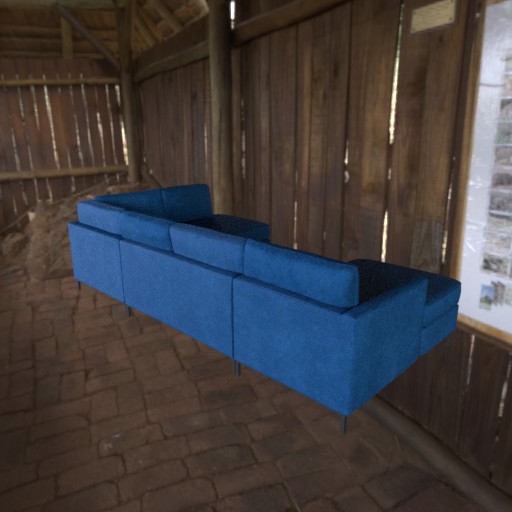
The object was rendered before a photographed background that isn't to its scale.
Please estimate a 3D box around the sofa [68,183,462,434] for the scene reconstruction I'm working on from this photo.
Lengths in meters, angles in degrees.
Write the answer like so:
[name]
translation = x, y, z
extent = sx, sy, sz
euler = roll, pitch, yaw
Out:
[sofa]
translation = 0.000, 0.000, 4.177
extent = 3.434, 0.992, 2.055
euler = 15, 22, 42
